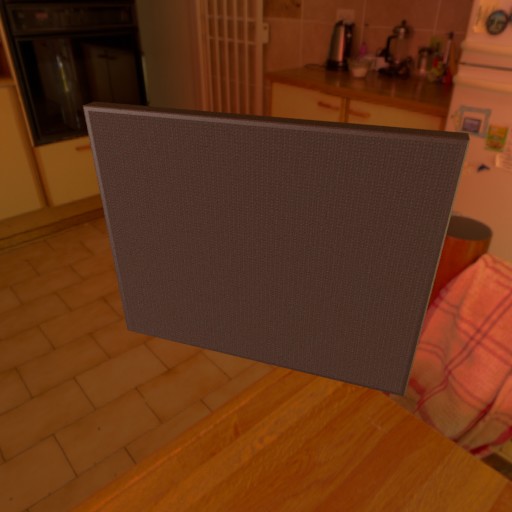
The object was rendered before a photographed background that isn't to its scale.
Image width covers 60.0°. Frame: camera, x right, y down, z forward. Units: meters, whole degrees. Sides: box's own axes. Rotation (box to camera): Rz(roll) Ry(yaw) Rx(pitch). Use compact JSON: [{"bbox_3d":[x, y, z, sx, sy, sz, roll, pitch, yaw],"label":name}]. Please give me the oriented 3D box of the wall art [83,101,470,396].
[{"bbox_3d":[0.000,0.000,0.745,0.559,0.458,0.029,10,33,16],"label":"wall art"}]
